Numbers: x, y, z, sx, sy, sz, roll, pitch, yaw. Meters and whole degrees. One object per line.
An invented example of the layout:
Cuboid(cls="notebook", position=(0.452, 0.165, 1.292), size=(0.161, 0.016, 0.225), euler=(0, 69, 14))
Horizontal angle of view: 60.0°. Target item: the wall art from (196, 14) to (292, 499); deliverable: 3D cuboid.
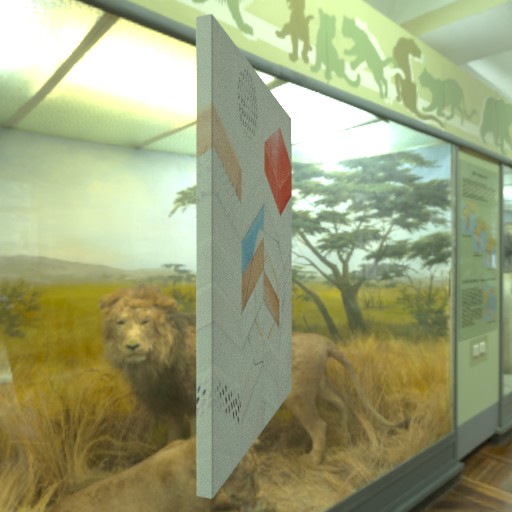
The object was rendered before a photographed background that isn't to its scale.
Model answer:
Cuboid(cls="wall art", position=(0.000, 0.000, 1.292), size=(0.045, 1.014, 0.759), euler=(0, 1, 17))
